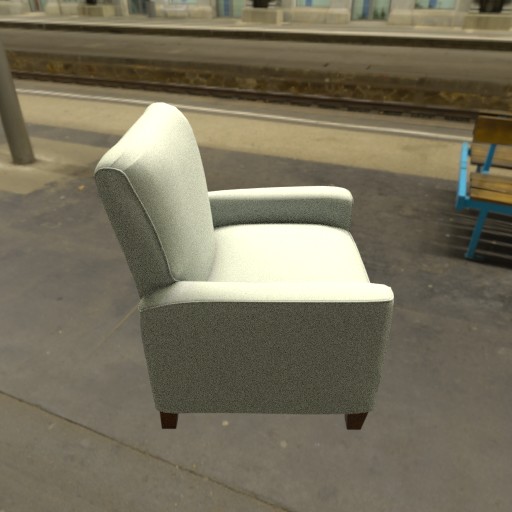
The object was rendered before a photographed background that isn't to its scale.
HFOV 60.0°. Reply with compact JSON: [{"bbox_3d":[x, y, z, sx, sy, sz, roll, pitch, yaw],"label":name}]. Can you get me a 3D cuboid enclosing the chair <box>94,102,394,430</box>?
[{"bbox_3d":[0.000,0.000,1.656,0.846,1.007,0.853,0,32,1],"label":"chair"}]
